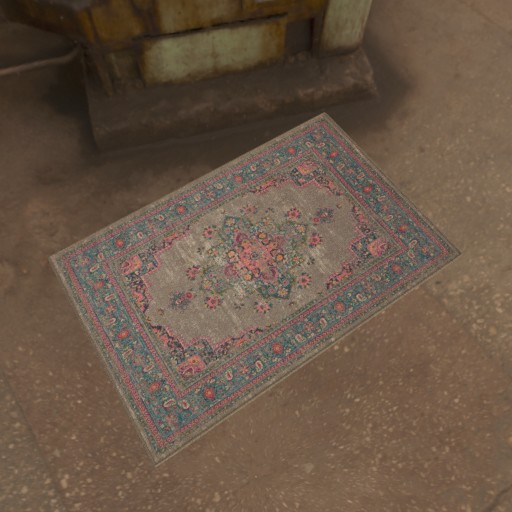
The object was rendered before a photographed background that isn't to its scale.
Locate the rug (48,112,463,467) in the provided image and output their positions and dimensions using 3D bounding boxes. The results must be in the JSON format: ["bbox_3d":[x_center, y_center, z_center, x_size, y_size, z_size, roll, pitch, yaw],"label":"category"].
[{"bbox_3d":[0.000,0.000,2.218,1.748,0.014,1.144,-31,67,-14],"label":"rug"}]
